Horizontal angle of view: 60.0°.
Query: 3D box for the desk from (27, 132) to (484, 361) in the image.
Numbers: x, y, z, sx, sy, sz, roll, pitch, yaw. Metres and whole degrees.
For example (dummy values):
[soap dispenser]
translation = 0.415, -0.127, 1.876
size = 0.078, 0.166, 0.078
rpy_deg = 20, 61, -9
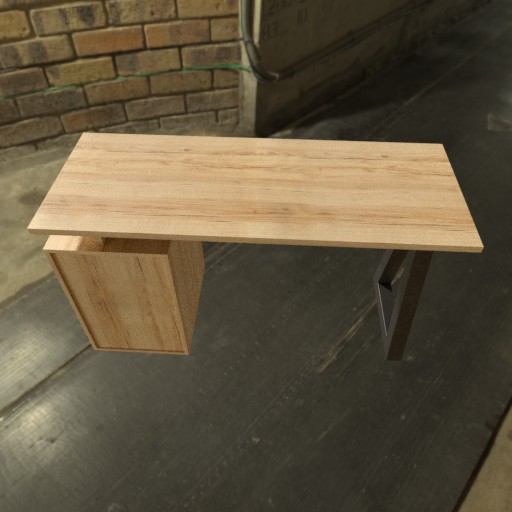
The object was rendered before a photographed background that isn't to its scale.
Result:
[desk]
translation = 0.000, 0.000, 1.821
size = 1.400, 0.760, 0.550
rpy_deg = 2, 47, 2
